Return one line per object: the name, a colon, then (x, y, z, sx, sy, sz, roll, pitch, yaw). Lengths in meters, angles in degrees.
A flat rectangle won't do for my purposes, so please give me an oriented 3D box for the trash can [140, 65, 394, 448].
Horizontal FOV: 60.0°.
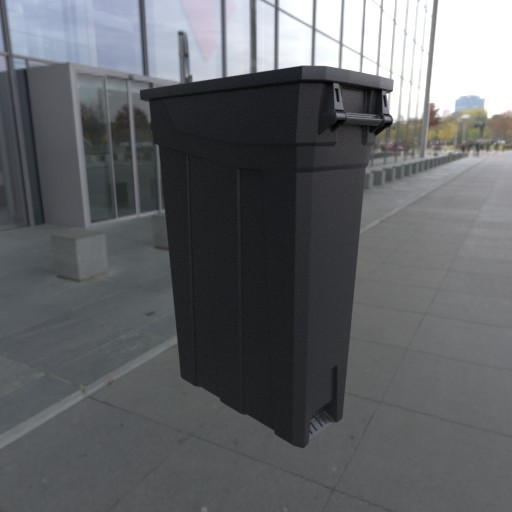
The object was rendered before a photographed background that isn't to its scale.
trash can: (0.000, 0.000, 1.058, 0.559, 0.762, 0.281, 14, 20, 43)
